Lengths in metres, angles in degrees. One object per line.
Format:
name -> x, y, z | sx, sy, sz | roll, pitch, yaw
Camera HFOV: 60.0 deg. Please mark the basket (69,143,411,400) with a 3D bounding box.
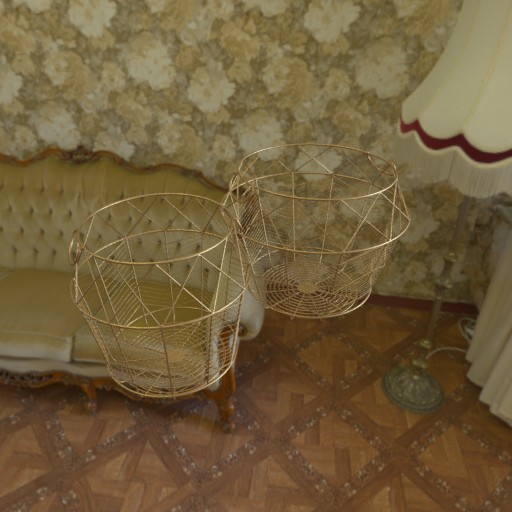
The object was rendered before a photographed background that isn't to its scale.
basket -> 0.000, 0.000, 1.012 | 0.805, 0.343, 0.451 | -23, 38, -33
